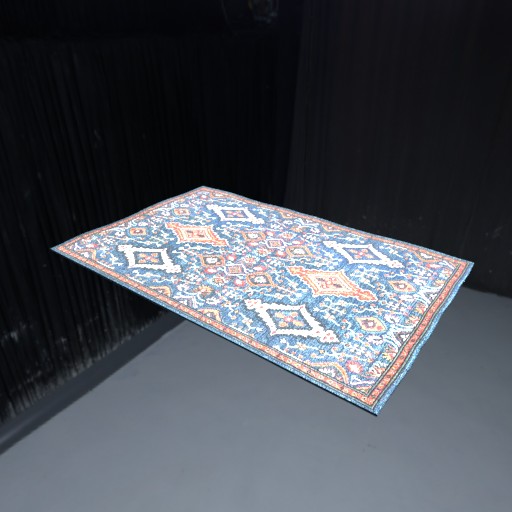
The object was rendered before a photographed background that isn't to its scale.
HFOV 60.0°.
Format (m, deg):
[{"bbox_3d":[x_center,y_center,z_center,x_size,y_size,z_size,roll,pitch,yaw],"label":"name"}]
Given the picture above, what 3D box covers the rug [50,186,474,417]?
[{"bbox_3d":[0.000,0.000,2.276,1.847,0.014,1.195,20,35,31],"label":"rug"}]
